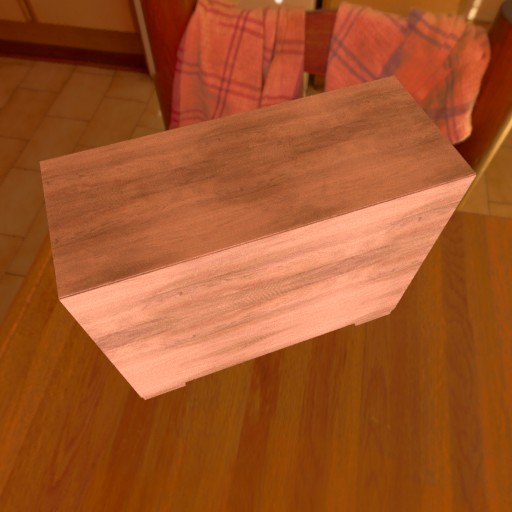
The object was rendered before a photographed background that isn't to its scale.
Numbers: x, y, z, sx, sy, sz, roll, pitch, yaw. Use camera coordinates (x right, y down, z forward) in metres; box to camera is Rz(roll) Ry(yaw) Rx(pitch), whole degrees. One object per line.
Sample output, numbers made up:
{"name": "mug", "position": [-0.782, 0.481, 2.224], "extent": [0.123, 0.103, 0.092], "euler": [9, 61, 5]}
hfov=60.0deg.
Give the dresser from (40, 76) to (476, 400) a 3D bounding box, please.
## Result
{"name": "dresser", "position": [0.000, 0.000, 1.432], "extent": [0.994, 0.816, 0.404], "euler": [-17, 59, -10]}
